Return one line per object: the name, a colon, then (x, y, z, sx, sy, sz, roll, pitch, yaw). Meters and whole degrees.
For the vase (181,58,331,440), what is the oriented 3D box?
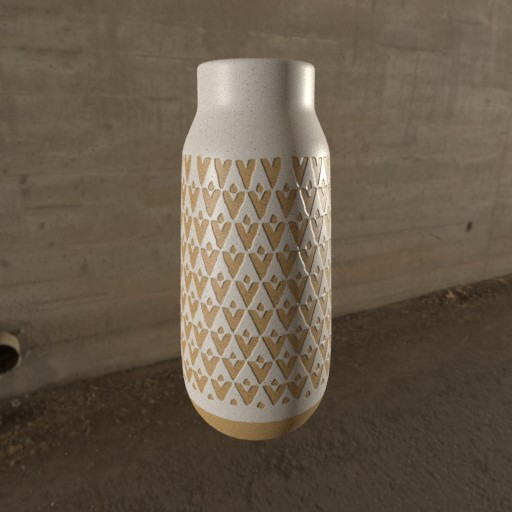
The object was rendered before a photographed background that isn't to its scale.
vase: (0.000, 0.000, 0.387, 0.137, 0.307, 0.137, 0, 17, 0)
